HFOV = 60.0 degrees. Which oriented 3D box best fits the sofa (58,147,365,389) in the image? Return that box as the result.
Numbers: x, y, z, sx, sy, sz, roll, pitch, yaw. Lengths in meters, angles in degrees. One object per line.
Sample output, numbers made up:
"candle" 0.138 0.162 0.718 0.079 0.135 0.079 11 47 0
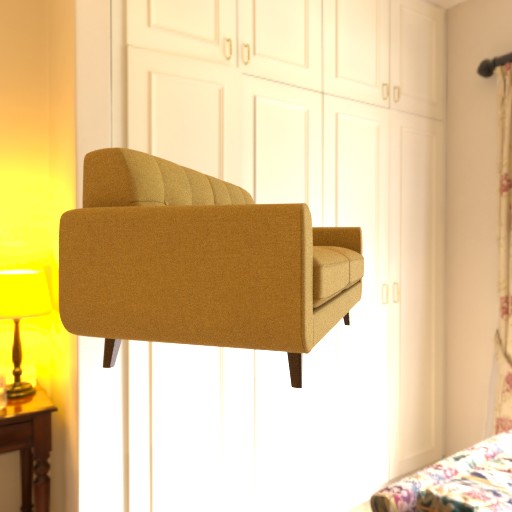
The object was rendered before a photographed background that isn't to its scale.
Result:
"sofa" 0.000 0.000 2.162 0.909 0.841 1.631 0 1 19
